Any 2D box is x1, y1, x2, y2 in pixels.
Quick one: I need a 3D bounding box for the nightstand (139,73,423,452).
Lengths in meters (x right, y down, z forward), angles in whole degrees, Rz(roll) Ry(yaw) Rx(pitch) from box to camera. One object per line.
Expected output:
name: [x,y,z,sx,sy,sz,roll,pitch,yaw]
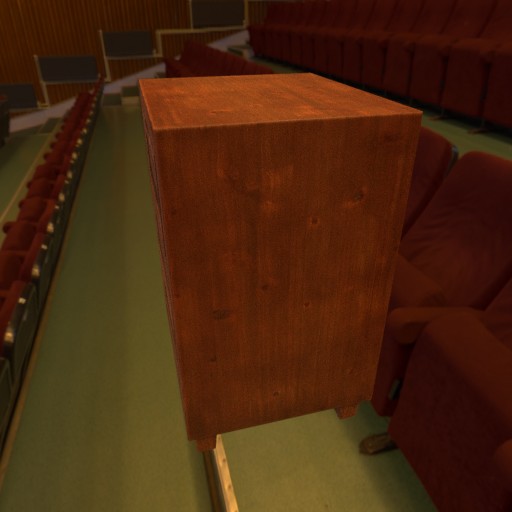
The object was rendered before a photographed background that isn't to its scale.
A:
nightstand: [0.000,0.000,0.991,0.410,0.695,0.465,-8,30,-13]
